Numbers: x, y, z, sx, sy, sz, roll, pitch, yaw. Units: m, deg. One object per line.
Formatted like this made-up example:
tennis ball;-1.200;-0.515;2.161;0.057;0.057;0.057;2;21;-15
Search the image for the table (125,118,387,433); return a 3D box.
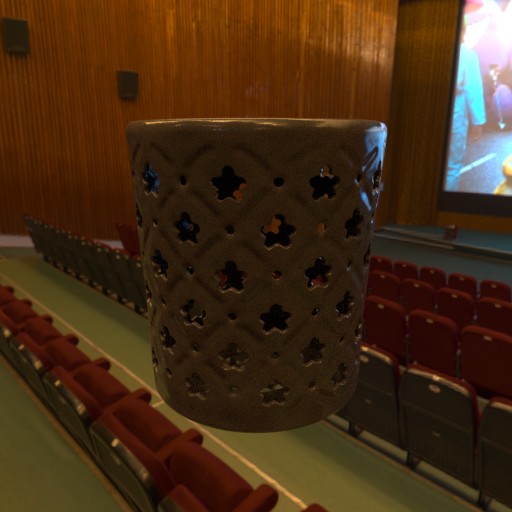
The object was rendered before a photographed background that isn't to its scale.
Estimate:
table;0.000;0.000;0.663;0.352;0.387;0.352;0;15;0
